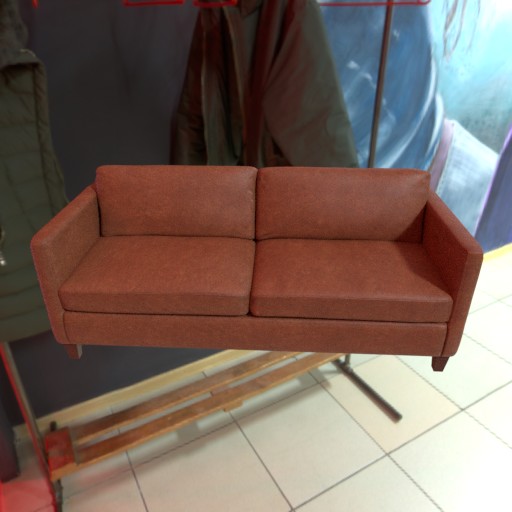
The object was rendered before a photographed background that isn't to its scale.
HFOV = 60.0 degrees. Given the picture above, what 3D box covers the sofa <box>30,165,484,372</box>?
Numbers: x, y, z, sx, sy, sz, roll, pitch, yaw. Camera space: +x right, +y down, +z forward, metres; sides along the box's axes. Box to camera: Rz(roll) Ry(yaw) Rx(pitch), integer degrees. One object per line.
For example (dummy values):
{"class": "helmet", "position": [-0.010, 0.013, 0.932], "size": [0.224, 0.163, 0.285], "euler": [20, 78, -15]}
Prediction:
{"class": "sofa", "position": [0.000, 0.000, 2.636], "size": [2.204, 0.932, 0.950], "euler": [1, 29, 3]}
